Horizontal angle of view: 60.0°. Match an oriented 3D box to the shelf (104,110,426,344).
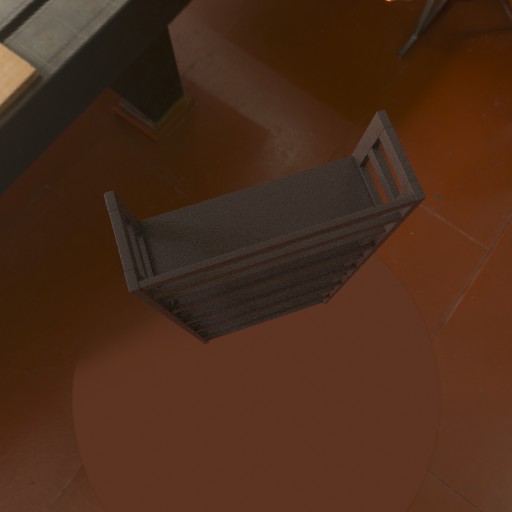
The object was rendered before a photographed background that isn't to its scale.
[{"bbox_3d":[0.000,0.000,1.893,0.763,1.600,0.403,-18,75,-5],"label":"shelf"}]
